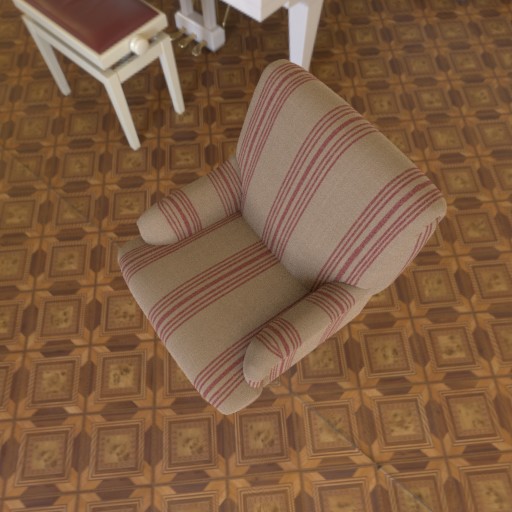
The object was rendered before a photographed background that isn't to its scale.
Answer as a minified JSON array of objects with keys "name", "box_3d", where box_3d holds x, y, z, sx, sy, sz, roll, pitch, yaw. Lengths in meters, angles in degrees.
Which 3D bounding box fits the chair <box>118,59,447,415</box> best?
[{"name":"chair","box_3d":[0.000,0.000,1.935,1.058,1.123,0.933,-34,69,-15]}]
